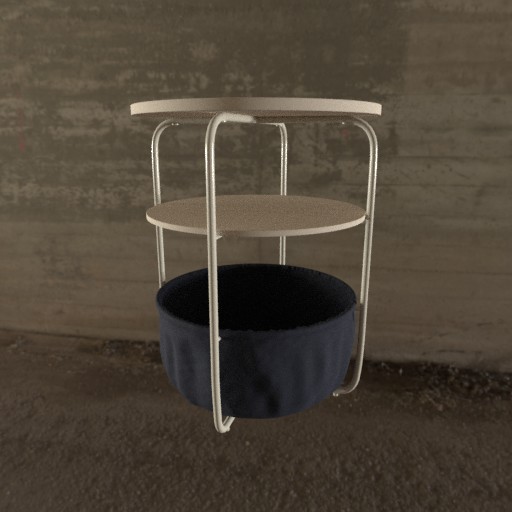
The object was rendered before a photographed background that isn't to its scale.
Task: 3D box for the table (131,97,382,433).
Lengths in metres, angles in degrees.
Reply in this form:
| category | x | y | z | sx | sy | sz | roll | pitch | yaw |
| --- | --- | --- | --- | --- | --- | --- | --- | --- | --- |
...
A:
| category | x | y | z | sx | sy | sz | roll | pitch | yaw |
| --- | --- | --- | --- | --- | --- | --- | --- | --- | --- |
| table | 0.000 | 0.000 | 0.835 | 0.418 | 0.532 | 0.418 | -8 | 17 | -26 |
